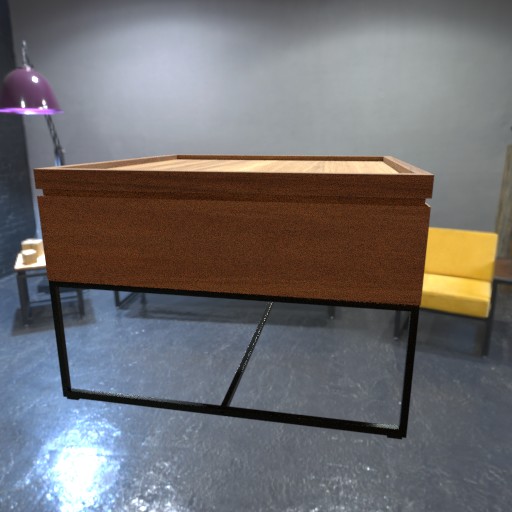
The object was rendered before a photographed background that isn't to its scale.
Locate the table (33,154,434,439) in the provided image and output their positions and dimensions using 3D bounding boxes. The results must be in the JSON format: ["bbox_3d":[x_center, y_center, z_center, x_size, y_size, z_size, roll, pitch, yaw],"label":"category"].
[{"bbox_3d":[0.000,0.000,1.106,0.676,0.464,0.679,3,15,11],"label":"table"}]
